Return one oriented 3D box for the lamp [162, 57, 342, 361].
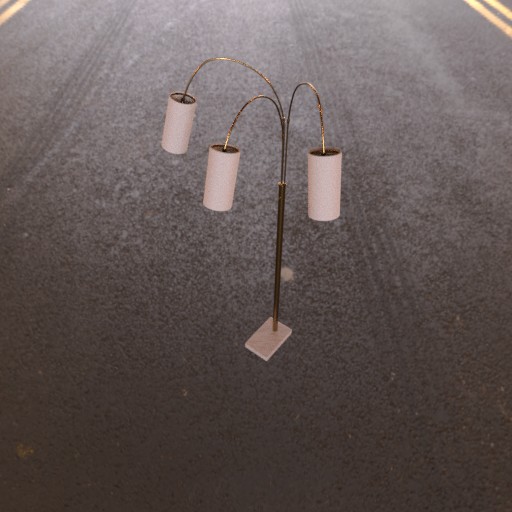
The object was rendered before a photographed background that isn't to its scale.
[{"bbox_3d":[0.000,0.000,2.537,1.020,2.055,0.667,29,51,26],"label":"lamp"}]
